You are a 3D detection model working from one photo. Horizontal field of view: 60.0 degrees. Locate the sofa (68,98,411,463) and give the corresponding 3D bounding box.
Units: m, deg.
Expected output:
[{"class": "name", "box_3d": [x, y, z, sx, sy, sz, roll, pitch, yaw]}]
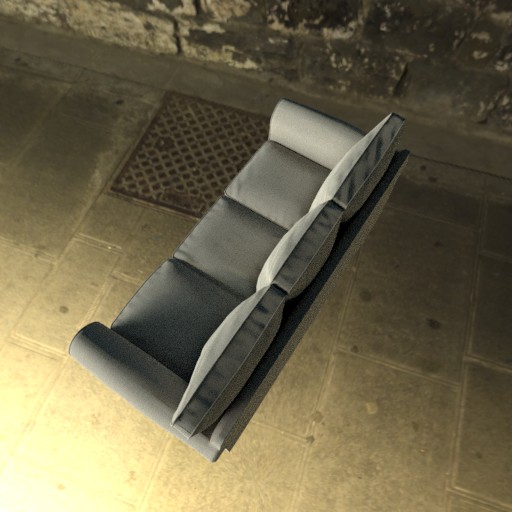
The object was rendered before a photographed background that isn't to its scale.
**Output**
[{"class": "sofa", "box_3d": [0.000, 0.000, 2.602, 0.916, 0.961, 2.084, 31, 67, 15]}]
